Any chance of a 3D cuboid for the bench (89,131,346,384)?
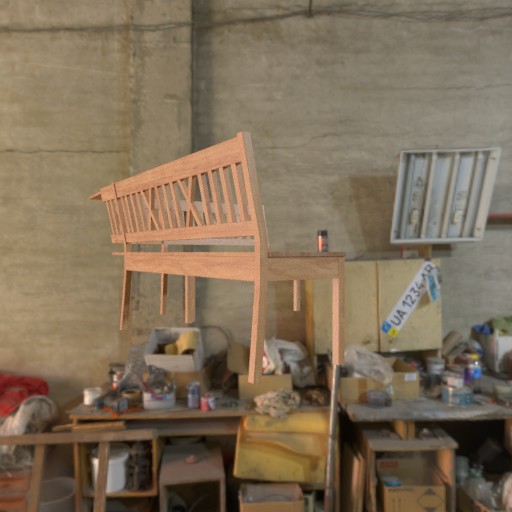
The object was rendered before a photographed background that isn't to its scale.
[{"bbox_3d":[0.000,0.000,2.791,1.537,0.902,1.937,0,1,-36],"label":"bench"}]
